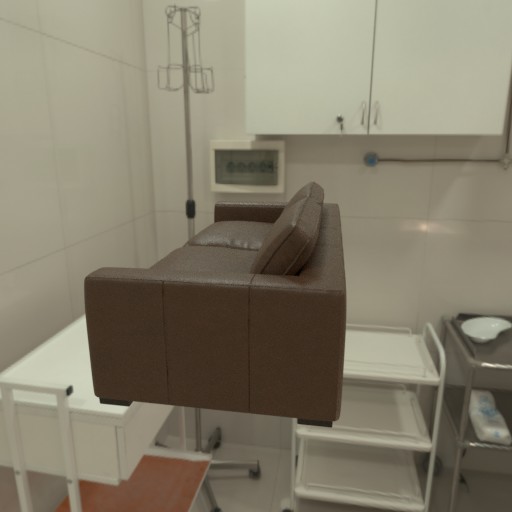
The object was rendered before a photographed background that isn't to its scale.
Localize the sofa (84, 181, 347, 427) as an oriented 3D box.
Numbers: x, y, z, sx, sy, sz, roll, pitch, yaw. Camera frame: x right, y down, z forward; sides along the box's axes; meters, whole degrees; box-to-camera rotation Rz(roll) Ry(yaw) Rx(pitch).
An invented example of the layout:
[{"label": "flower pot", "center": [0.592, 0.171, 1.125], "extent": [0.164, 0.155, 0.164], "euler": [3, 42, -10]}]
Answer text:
[{"label": "sofa", "center": [0.000, 0.000, 2.793], "extent": [1.070, 0.801, 2.262], "euler": [2, 15, 9]}]
